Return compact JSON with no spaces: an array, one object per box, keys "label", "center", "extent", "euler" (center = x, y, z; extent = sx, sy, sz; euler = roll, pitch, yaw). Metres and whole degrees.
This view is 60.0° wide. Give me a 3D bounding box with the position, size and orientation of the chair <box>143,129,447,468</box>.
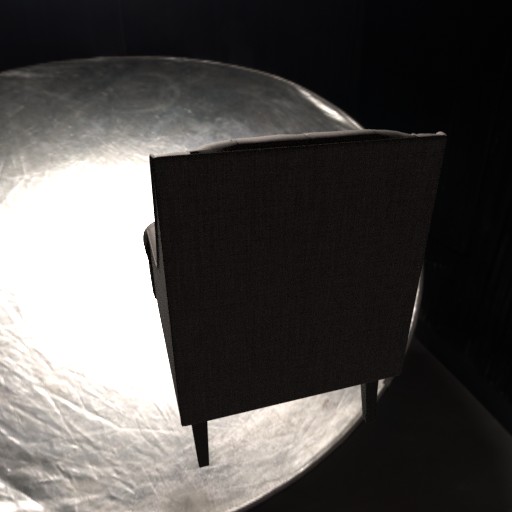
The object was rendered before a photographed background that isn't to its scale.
[{"label":"chair","center":[0.000,0.000,1.390],"extent":[0.655,0.891,0.771],"euler":[-8,28,-15]}]
